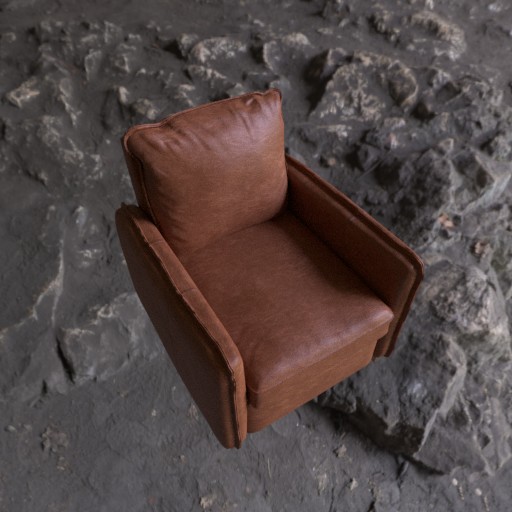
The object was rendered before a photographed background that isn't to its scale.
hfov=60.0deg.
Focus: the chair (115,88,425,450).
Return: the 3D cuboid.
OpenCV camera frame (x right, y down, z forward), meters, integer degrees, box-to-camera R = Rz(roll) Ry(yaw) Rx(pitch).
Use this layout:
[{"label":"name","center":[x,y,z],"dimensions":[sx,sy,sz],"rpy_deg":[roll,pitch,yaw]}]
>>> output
[{"label":"chair","center":[0.000,0.000,1.643],"dimensions":[0.830,0.922,0.922],"rpy_deg":[-24,51,-21]}]
